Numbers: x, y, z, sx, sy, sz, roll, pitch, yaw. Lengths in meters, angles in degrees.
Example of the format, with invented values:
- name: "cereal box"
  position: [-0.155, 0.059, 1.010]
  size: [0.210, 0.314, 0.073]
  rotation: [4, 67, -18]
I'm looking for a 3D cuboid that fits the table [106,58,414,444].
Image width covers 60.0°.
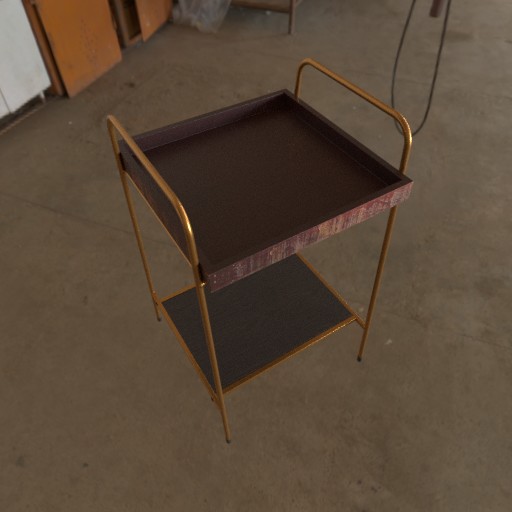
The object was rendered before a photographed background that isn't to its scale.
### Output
- name: "table"
  position: [0.000, 0.000, 1.011]
  size: [0.430, 0.710, 0.430]
  rotation: [-25, 52, -21]
